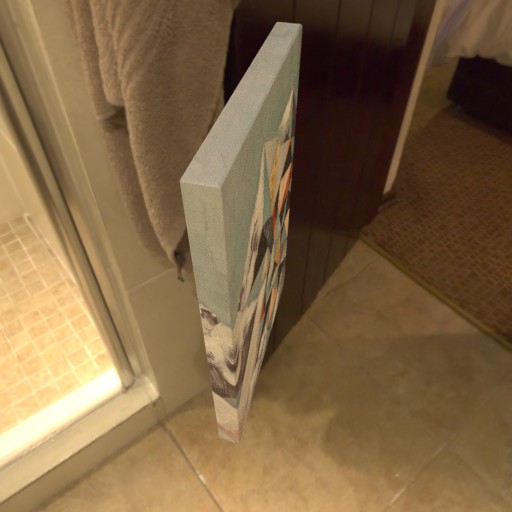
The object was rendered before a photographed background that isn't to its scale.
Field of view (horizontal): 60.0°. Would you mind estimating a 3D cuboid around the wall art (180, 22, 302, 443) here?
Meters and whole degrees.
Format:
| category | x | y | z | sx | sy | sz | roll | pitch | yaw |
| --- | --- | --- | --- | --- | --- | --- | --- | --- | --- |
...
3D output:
| category | x | y | z | sx | sy | sz | roll | pitch | yaw |
| --- | --- | --- | --- | --- | --- | --- | --- | --- | --- |
| wall art | 0.000 | 0.000 | 1.130 | 0.061 | 0.911 | 0.609 | 11 | 48 | 10 |
